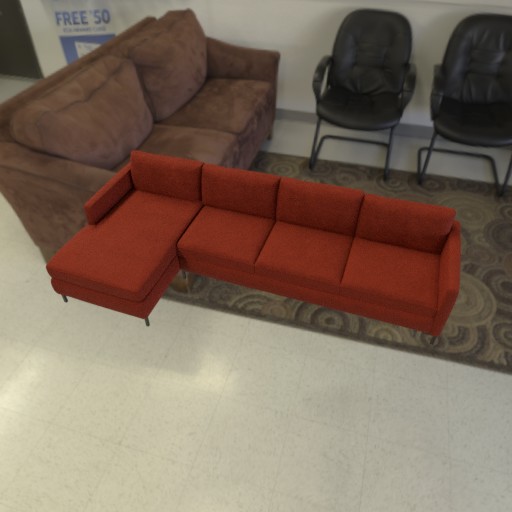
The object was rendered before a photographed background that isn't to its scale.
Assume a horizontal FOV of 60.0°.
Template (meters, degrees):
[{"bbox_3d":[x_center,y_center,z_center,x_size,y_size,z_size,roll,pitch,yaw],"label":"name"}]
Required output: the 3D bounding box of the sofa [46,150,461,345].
[{"bbox_3d":[0.000,0.000,2.890,2.467,0.663,1.136,13,44,14],"label":"sofa"}]
